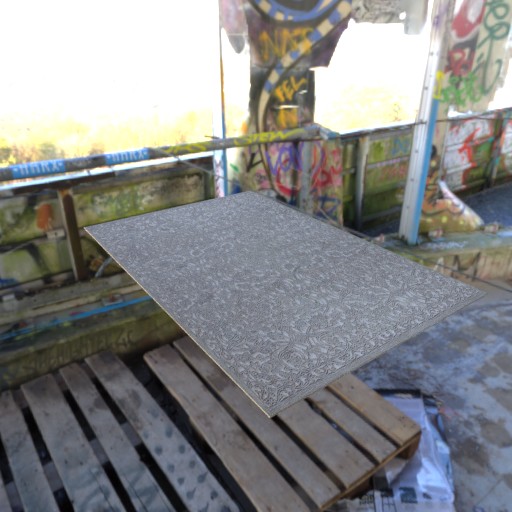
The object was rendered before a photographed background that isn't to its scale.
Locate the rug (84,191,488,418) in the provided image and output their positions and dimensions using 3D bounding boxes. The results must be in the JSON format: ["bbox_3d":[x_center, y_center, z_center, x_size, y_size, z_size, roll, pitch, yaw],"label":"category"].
[{"bbox_3d":[0.000,0.000,2.310,1.221,0.006,1.827,-18,31,-32],"label":"rug"}]
